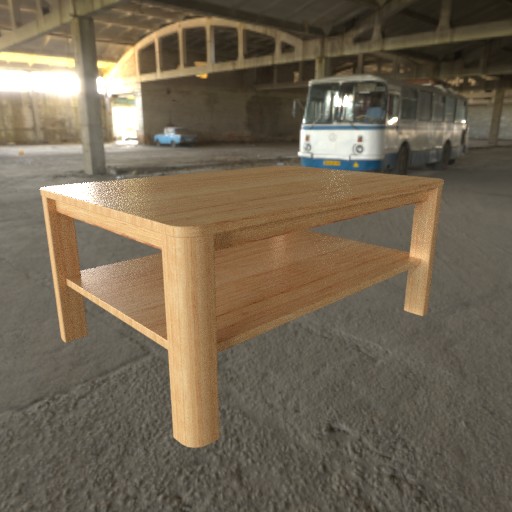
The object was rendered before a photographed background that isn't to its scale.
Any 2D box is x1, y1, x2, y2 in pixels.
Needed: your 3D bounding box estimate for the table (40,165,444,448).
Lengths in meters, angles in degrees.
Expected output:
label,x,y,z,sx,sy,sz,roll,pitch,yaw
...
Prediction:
label,x,y,z,sx,sy,sz,roll,pitch,yaw
table,0.000,0.000,1.359,0.997,0.445,0.696,-15,22,-41
